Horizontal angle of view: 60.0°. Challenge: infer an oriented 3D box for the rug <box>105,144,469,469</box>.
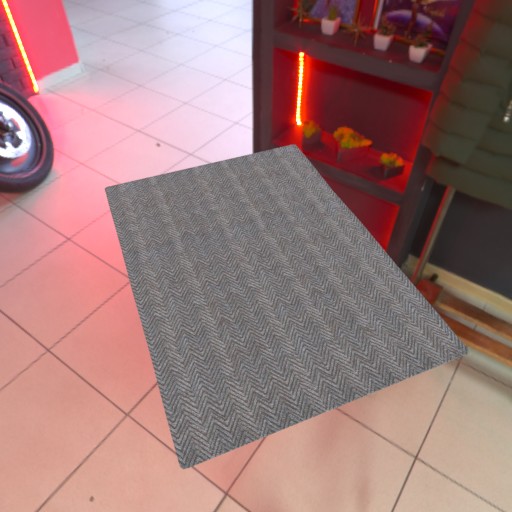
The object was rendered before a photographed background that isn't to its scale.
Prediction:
[{"bbox_3d":[0.000,0.000,5.189,2.894,0.011,3.957,-16,49,-15],"label":"rug"}]
